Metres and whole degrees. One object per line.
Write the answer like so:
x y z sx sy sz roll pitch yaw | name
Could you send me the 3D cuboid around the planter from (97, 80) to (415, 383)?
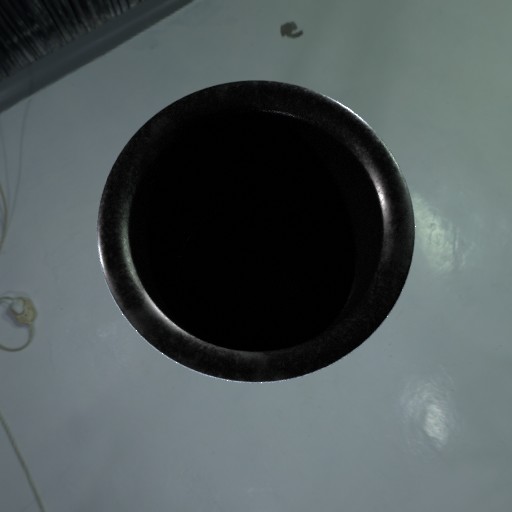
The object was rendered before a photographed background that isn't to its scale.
0.000 0.000 0.292 0.160 0.156 0.160 0 76 0 | planter
